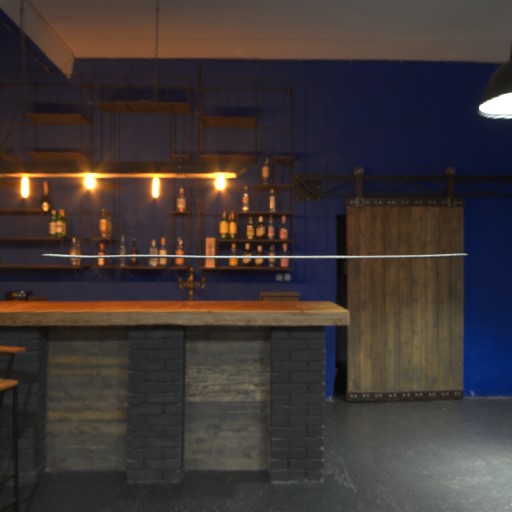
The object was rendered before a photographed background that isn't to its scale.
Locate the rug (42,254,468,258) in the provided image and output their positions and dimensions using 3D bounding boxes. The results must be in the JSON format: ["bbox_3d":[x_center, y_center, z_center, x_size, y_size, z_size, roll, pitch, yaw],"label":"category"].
[{"bbox_3d":[0.000,0.000,3.883,2.343,0.026,2.925,0,0,0],"label":"rug"}]
